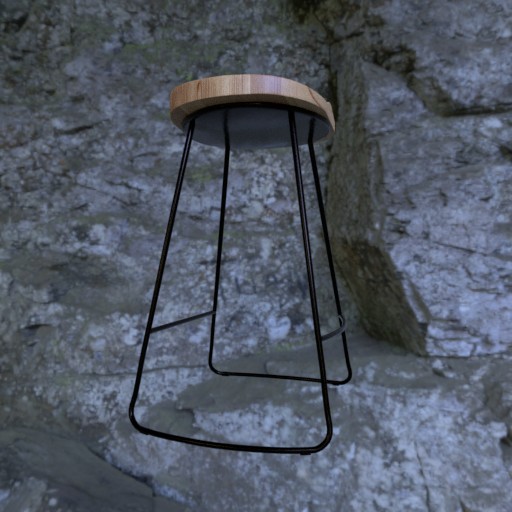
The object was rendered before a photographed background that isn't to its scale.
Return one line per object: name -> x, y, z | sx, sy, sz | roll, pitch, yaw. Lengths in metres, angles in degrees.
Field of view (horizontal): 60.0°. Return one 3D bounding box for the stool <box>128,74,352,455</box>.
stool -> 0.000, 0.000, 1.004 | 0.401, 0.679, 0.480 | 0, 0, 17
